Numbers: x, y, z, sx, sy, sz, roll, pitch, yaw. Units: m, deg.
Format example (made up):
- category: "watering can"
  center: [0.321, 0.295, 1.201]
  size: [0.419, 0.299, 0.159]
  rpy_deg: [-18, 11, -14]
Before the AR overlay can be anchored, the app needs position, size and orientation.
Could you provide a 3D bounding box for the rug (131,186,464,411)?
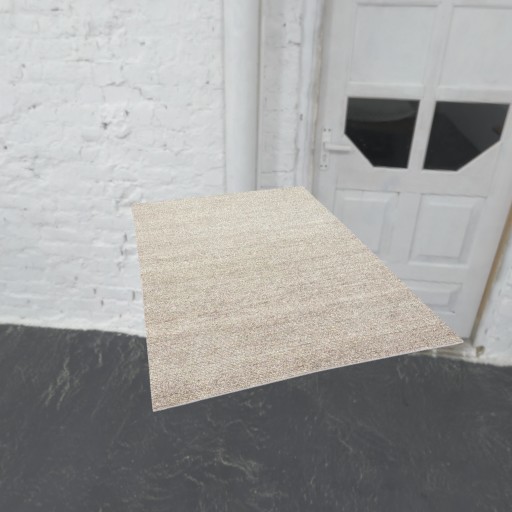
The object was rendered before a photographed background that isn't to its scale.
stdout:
- category: "rug"
  center: [0.000, 0.000, 3.094]
  size: [1.609, 0.030, 2.342]
  rpy_deg: [-8, 31, -14]
